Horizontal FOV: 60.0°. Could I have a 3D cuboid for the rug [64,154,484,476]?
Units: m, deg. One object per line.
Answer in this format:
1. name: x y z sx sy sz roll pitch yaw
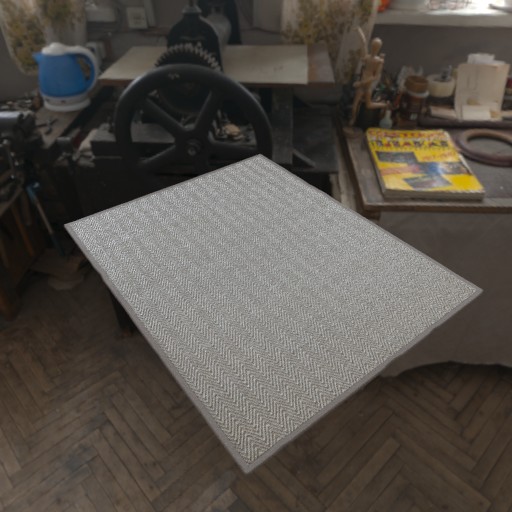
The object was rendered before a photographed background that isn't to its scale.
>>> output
1. rug: 0.000 0.000 3.978 2.434 0.032 3.007 -26 47 -28
